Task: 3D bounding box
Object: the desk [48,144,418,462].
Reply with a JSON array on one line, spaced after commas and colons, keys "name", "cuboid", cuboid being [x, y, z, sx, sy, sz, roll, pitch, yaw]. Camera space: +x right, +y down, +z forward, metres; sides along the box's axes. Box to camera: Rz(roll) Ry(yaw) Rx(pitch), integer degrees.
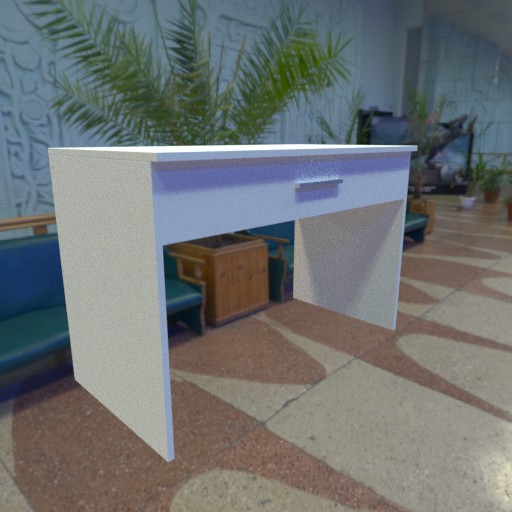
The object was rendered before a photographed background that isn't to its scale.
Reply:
[{"name": "desk", "cuboid": [0.000, 0.000, 1.525, 1.100, 0.730, 0.560, -14, 20, -43]}]
